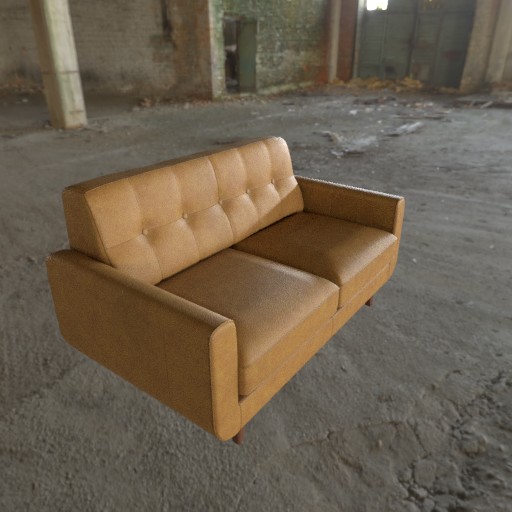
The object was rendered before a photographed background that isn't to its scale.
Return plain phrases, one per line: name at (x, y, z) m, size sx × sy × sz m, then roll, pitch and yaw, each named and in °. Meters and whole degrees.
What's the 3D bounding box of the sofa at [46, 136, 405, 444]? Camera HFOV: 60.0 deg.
sofa at (0.000, 0.000, 2.219) m, size 0.952 × 0.925 × 1.651 m, roll 18°, pitch 31°, yaw 33°
